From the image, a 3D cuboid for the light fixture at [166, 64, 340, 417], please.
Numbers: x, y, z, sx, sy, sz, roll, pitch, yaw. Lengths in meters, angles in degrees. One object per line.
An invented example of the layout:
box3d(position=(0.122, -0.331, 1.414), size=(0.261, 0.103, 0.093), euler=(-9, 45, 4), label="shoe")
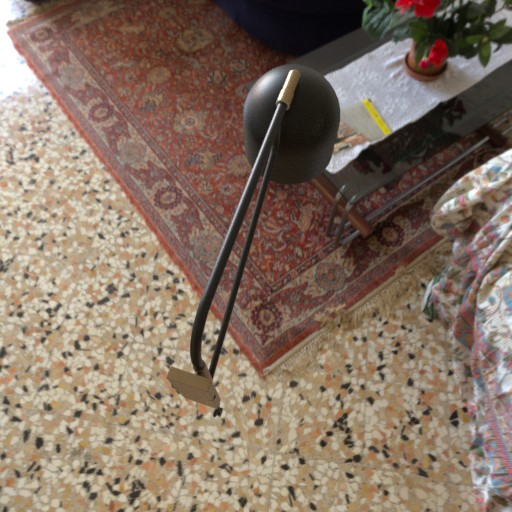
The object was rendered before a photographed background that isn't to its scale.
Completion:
box3d(position=(0.000, 0.000, 1.067), size=(0.215, 0.696, 0.720), euler=(16, 65, 8), label="light fixture")
